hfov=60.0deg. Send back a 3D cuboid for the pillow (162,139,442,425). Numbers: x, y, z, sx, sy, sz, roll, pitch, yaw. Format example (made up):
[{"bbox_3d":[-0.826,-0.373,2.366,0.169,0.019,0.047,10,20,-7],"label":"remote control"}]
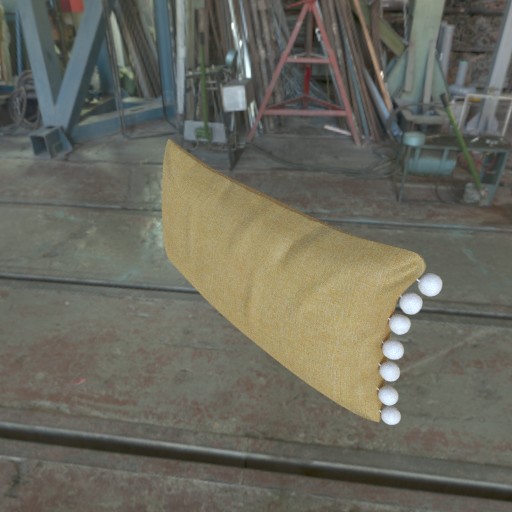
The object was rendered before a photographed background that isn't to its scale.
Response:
[{"bbox_3d":[0.000,0.000,0.843,0.201,0.322,0.709,-22,38,-31],"label":"pillow"}]
